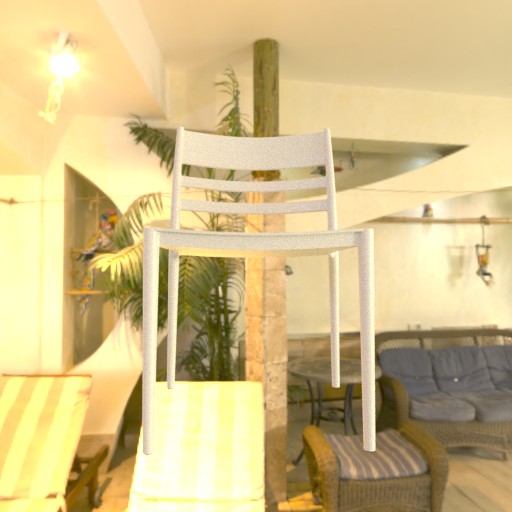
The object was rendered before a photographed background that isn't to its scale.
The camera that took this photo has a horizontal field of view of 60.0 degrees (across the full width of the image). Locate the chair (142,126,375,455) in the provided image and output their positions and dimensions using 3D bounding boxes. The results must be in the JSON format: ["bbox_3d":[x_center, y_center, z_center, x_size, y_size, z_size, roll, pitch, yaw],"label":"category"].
[{"bbox_3d":[0.000,0.000,1.144,0.531,0.800,0.511,0,-2,-2],"label":"chair"}]
